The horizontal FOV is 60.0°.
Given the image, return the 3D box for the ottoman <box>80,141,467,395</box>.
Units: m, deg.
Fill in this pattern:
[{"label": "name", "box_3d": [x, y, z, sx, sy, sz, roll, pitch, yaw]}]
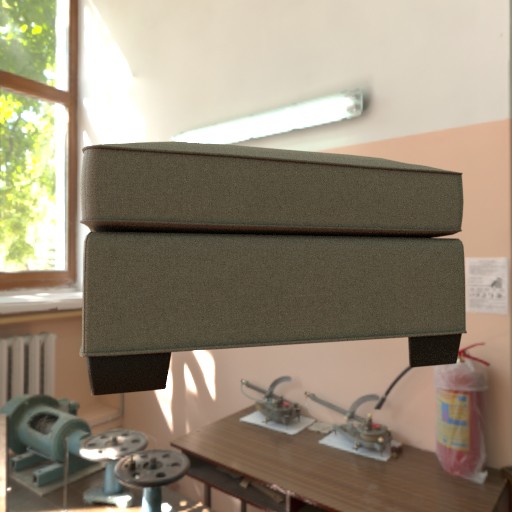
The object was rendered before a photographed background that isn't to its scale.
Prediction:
[{"label": "ottoman", "box_3d": [0.000, 0.000, 1.187, 0.843, 0.504, 0.619, 0, -1, -18]}]
